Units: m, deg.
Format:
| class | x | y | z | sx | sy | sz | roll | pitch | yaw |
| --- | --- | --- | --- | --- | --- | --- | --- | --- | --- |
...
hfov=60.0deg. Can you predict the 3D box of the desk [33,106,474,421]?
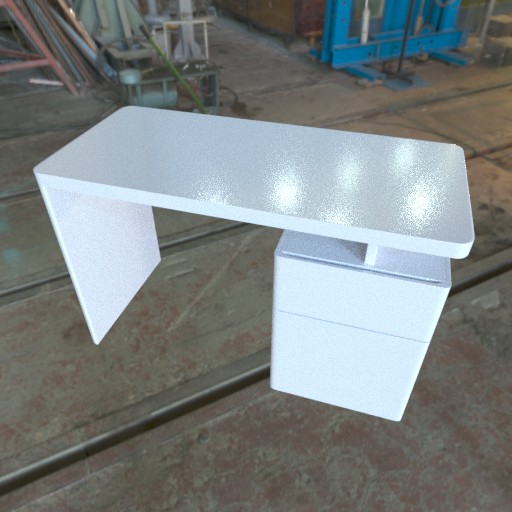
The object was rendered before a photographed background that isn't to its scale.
| class | x | y | z | sx | sy | sz | roll | pitch | yaw |
| --- | --- | --- | --- | --- | --- | --- | --- | --- | --- |
| desk | 0.000 | 0.000 | 1.572 | 1.200 | 0.760 | 0.550 | 11 | 40 | 13 |
